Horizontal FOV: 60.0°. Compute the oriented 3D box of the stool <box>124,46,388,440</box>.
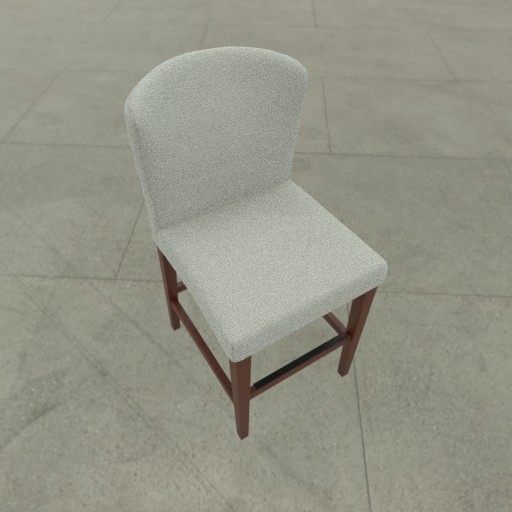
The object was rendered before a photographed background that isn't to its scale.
[{"bbox_3d":[0.000,0.000,1.268,0.481,0.969,0.568,-24,51,-22],"label":"stool"}]
